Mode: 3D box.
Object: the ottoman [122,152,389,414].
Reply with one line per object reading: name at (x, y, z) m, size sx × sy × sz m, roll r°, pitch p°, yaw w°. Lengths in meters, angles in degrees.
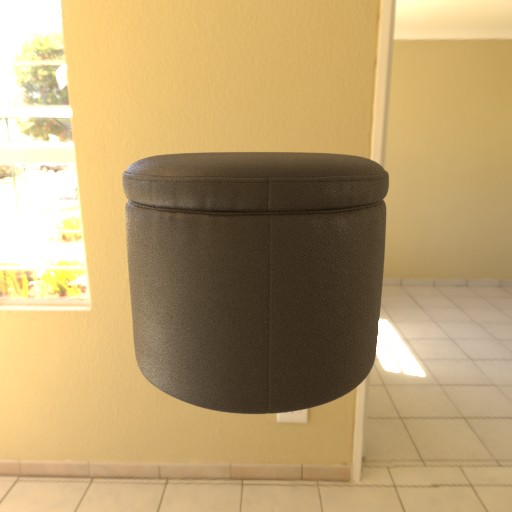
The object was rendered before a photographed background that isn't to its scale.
ottoman at (0.000, 0.000, 0.898) m, size 0.500 × 0.409 × 0.500 m, roll 0°, pitch 14°, yaw 0°
